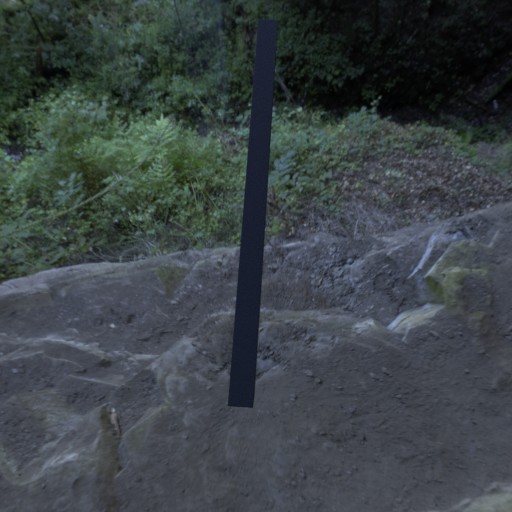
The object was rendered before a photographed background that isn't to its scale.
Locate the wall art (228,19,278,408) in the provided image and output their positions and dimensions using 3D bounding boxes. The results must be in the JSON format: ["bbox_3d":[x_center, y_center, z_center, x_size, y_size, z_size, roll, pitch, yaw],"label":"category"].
[{"bbox_3d":[0.000,0.000,0.699,0.023,0.505,0.428,4,74,1],"label":"wall art"}]
